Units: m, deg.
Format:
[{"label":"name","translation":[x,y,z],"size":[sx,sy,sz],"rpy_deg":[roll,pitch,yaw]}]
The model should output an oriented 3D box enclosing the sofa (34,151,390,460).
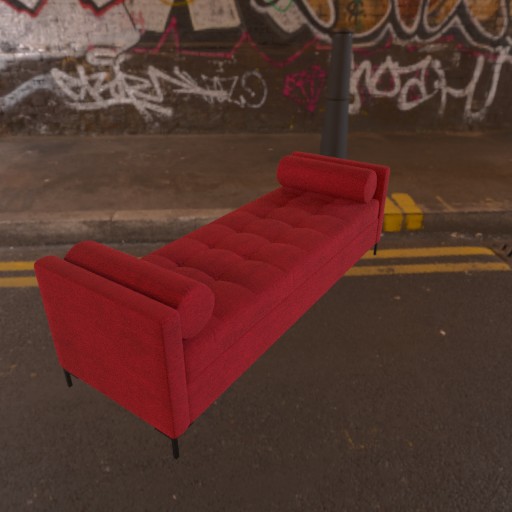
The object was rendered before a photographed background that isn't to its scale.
[{"label":"sofa","translation":[0.000,0.000,2.347],"size":[0.686,0.635,1.981],"rpy_deg":[18,33,30]}]
